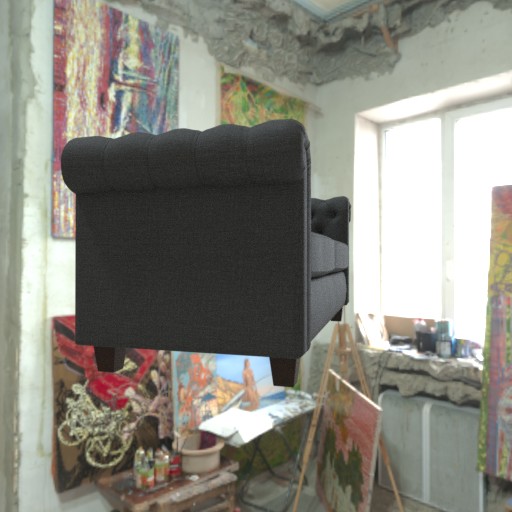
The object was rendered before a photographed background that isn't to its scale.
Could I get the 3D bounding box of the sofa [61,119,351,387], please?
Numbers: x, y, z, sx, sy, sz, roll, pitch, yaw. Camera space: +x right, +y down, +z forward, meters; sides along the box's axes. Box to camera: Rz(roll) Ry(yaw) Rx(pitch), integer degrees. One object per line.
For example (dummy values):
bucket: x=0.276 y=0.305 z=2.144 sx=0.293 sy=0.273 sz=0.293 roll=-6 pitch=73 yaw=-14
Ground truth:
sofa: x=0.000 y=0.000 z=2.146 sx=0.783 sy=0.797 sz=1.798 roll=0 pitch=0 yaw=16
